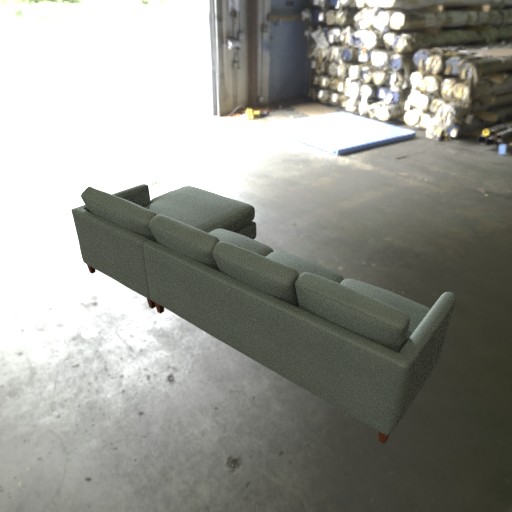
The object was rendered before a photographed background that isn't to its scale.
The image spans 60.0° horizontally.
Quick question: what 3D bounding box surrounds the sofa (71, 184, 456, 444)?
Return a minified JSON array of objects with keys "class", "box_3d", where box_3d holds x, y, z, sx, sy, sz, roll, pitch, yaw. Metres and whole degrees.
[{"class":"sofa","box_3d":[0.000,0.000,4.092,3.471,0.950,1.604,22,37,32]}]
